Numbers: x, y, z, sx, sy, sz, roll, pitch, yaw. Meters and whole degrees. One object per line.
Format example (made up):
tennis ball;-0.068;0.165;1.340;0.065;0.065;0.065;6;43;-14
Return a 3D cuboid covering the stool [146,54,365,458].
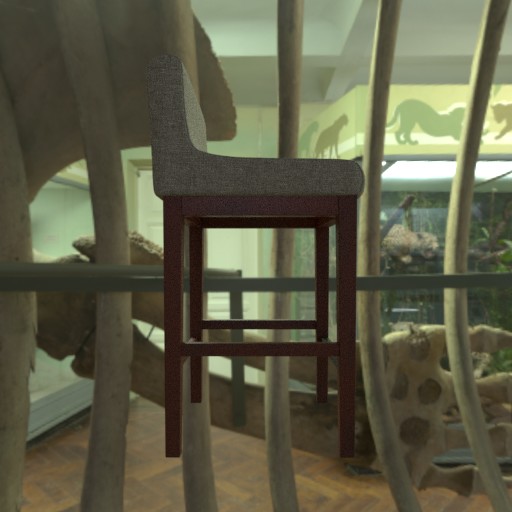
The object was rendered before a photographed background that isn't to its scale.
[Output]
stool;0.000;0.000;1.102;0.459;0.835;0.417;0;-1;0
